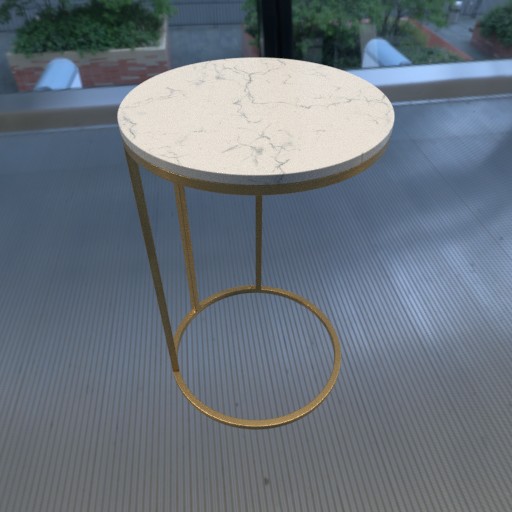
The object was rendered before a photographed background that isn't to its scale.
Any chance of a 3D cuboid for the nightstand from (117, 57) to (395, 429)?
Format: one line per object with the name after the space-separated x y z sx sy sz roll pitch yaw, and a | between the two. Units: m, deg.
0.000 0.000 0.860 0.400 0.610 0.400 26 48 26 | nightstand
